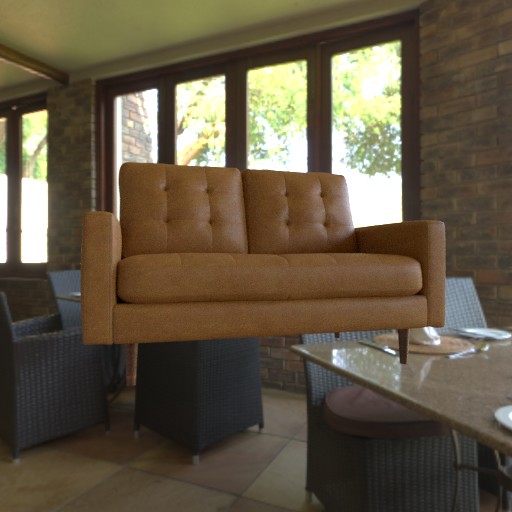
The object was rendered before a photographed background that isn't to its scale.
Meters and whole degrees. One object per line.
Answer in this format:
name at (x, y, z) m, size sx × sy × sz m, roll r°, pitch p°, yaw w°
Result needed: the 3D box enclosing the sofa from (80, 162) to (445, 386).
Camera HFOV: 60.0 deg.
sofa at (0.000, 0.000, 2.010) m, size 1.430 × 0.898 × 0.868 m, roll 0°, pitch 0°, yaw -16°
